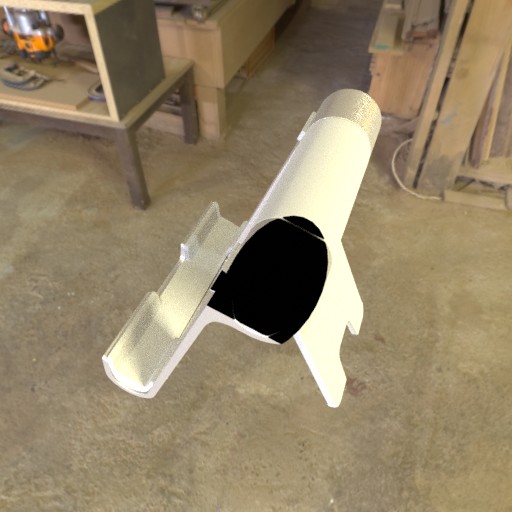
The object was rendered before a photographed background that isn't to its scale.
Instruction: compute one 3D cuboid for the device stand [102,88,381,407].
[{"bbox_3d":[0.000,0.000,0.149,0.079,0.084,0.086,15,48,14],"label":"device stand"}]
